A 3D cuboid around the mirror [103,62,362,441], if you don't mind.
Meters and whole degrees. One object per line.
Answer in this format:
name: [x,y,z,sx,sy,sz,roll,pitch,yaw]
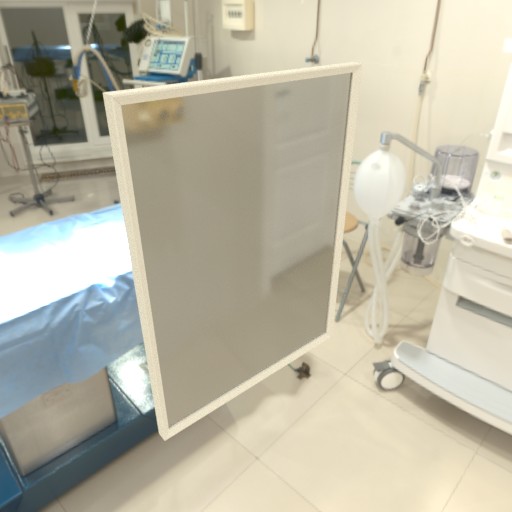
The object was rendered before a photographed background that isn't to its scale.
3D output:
mirror: [0.000,0.000,1.331,0.762,1.016,0.041,-23,37,-34]
